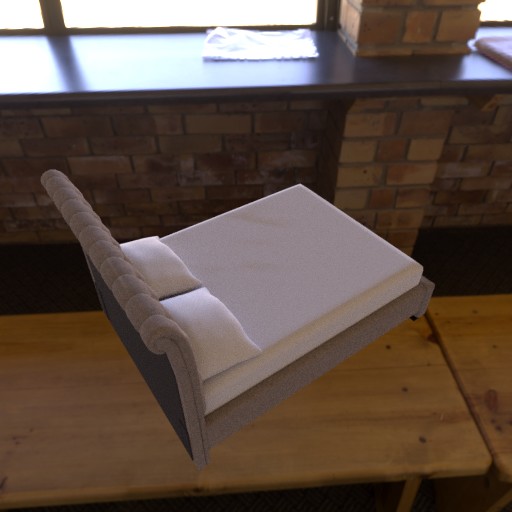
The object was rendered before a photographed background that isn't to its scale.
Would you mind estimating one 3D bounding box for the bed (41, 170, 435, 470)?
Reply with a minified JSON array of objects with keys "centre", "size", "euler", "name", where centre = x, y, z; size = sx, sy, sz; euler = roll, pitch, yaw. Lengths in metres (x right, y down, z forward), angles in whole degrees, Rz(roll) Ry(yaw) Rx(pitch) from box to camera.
[{"centre":[0.000,0.000,3.253],"size":[2.252,1.371,1.645],"euler":[-25,46,-26],"name":"bed"}]
